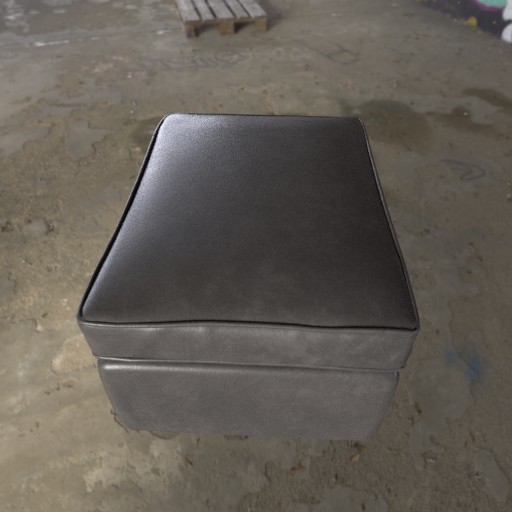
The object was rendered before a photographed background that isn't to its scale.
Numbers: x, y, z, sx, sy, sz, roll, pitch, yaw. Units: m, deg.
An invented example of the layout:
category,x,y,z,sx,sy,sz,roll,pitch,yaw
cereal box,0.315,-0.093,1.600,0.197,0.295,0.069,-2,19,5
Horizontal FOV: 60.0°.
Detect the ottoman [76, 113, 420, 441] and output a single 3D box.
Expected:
category,x,y,z,sx,sy,sz,roll,pitch,yaw
ottoman,0.000,0.000,1.078,0.554,0.445,0.756,2,43,2
